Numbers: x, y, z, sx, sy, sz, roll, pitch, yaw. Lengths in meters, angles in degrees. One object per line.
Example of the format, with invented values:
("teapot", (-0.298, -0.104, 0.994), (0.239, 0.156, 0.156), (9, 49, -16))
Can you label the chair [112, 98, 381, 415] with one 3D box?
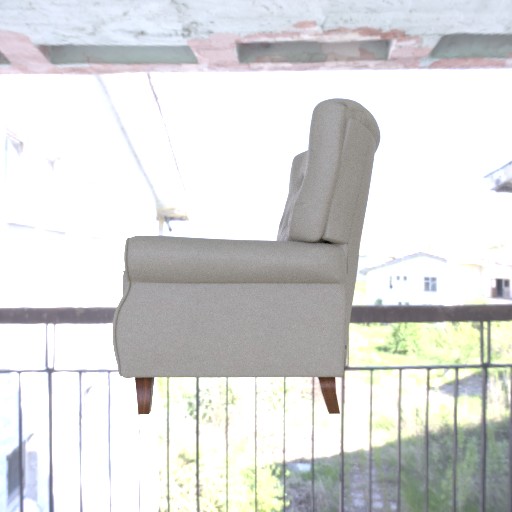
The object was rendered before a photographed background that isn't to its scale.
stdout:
("chair", (0.000, 0.000, 1.956), (1.059, 1.158, 0.943), (0, -1, 0))
